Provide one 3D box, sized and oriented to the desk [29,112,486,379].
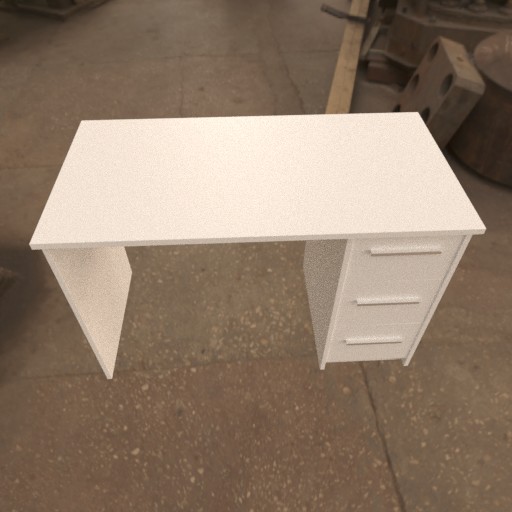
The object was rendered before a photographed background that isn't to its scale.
[{"bbox_3d":[0.000,0.000,1.521,1.097,0.735,0.560,-2,47,-2],"label":"desk"}]
